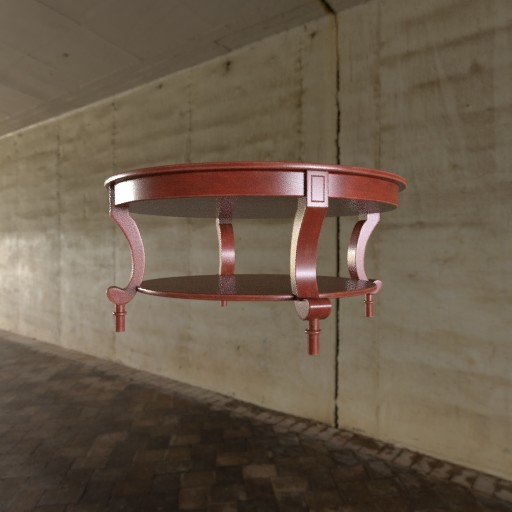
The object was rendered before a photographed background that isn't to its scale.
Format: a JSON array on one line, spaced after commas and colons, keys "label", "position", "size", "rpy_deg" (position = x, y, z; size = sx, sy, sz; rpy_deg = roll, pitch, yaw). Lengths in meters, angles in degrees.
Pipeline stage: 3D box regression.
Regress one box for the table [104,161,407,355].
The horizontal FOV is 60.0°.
[{"label": "table", "position": [0.000, 0.000, 1.589], "size": [1.029, 0.486, 1.029], "rpy_deg": [0, 1, 0]}]
